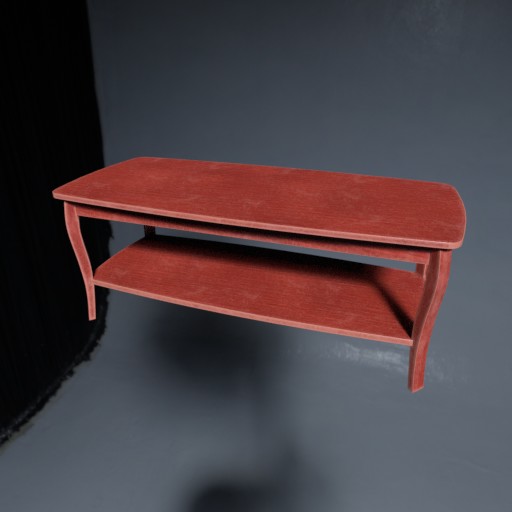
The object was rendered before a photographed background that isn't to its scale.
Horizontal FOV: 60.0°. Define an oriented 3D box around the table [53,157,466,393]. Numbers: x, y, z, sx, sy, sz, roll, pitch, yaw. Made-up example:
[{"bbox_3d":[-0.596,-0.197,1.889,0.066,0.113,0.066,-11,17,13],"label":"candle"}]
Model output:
[{"bbox_3d":[0.000,0.000,1.499,1.216,0.473,0.561,9,27,17],"label":"table"}]
